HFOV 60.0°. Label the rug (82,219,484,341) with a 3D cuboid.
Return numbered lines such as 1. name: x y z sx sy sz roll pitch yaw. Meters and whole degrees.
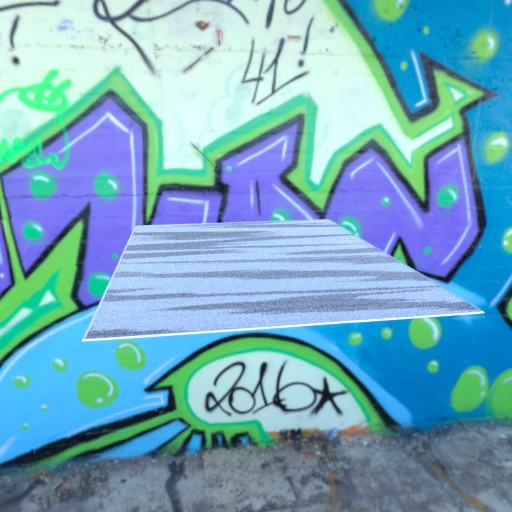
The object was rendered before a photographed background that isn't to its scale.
1. rug: 0.000 0.000 3.916 2.353 0.014 2.945 -3 16 -9
